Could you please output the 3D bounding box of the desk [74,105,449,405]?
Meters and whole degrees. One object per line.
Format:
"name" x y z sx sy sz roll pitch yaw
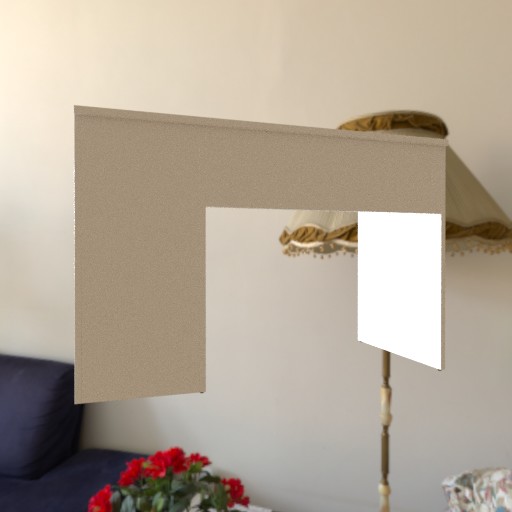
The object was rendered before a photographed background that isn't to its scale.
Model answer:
"desk" 0.000 0.000 1.503 1.097 0.735 0.560 0 0 -17
